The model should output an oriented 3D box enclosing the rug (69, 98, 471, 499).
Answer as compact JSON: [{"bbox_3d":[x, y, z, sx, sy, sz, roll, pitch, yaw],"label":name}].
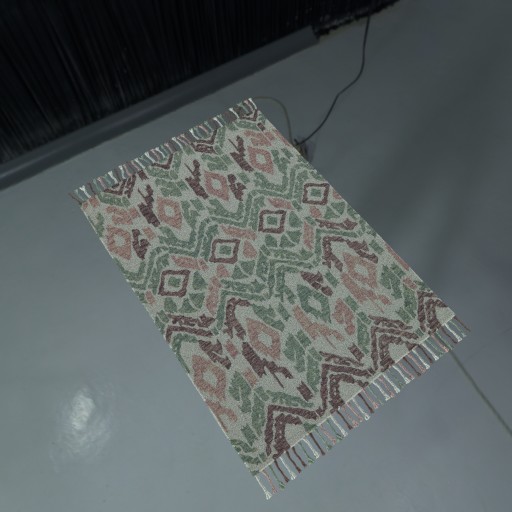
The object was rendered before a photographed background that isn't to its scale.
[{"bbox_3d":[0.000,0.000,2.245,1.219,0.010,1.829,-33,68,-15],"label":"rug"}]
